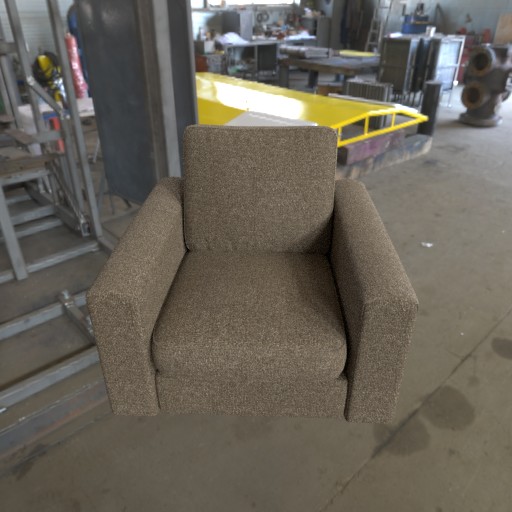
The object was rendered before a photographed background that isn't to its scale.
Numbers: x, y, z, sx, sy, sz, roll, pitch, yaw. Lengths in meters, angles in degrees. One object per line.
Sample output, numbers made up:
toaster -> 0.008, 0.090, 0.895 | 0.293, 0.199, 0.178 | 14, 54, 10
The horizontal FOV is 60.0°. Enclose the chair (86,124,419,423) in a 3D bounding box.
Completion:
chair -> 0.000, 0.000, 1.768 | 1.005, 0.873, 1.016 | 1, 30, 2
